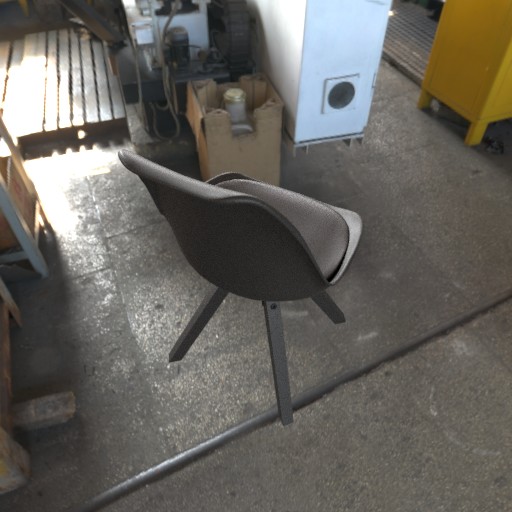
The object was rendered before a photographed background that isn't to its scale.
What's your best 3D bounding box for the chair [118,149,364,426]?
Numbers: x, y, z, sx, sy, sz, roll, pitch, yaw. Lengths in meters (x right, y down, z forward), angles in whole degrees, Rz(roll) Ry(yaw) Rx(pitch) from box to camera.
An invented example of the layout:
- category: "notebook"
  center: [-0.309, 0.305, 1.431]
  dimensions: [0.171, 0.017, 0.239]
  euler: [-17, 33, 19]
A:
- category: "chair"
  center: [0.000, 0.000, 1.167]
  dimensions: [0.485, 0.850, 0.550]
  euler: [23, 51, 20]
